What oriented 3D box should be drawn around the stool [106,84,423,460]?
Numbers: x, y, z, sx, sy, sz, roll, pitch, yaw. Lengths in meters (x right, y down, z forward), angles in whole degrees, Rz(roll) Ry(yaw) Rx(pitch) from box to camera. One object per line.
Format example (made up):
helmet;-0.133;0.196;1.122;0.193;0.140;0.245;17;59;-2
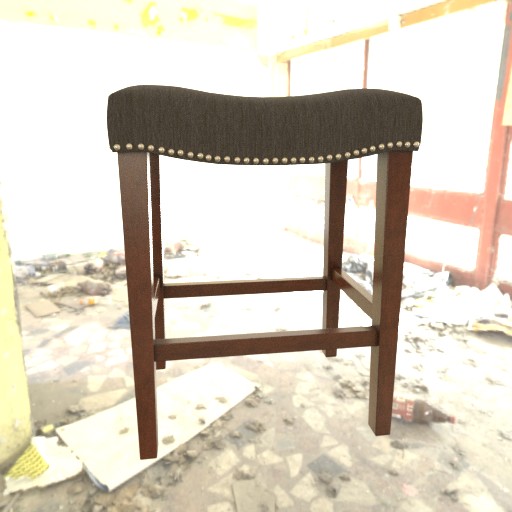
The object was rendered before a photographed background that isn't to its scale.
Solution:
stool;0.000;0.000;0.926;0.504;0.654;0.372;-2;15;-8
